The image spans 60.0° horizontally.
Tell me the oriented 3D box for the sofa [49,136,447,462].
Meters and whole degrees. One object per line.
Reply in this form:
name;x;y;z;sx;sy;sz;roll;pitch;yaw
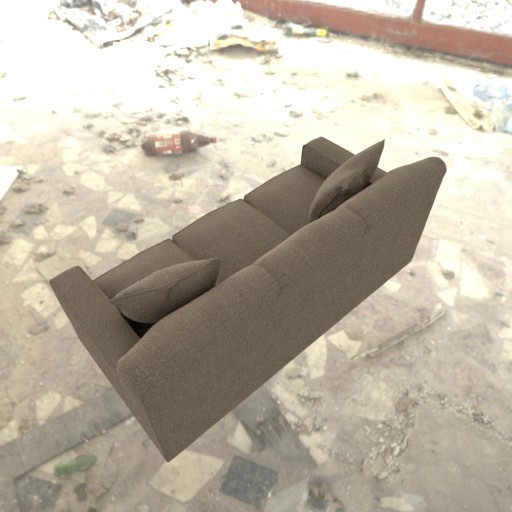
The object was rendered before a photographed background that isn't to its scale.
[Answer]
sofa;0.000;0.000;2.558;2.024;0.958;0.997;-33;55;-27
